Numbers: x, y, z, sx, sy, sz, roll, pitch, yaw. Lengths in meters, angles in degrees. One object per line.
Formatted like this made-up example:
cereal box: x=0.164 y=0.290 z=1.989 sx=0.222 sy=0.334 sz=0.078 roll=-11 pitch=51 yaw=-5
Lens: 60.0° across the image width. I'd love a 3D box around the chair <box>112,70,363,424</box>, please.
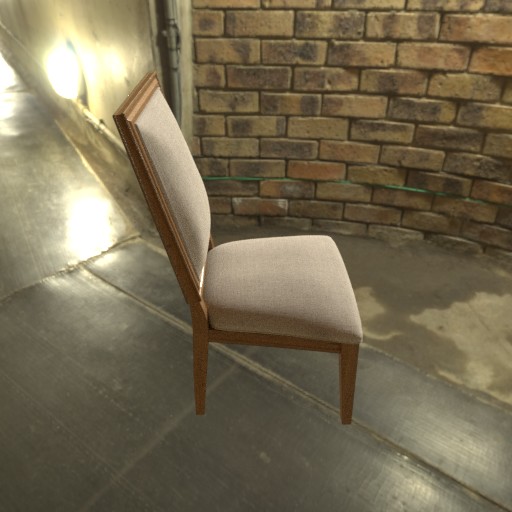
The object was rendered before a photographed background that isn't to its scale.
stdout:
chair: x=0.000 y=0.000 z=1.356 sx=0.601 sy=0.988 sz=0.536 roll=-1 pitch=34 yaw=-1
